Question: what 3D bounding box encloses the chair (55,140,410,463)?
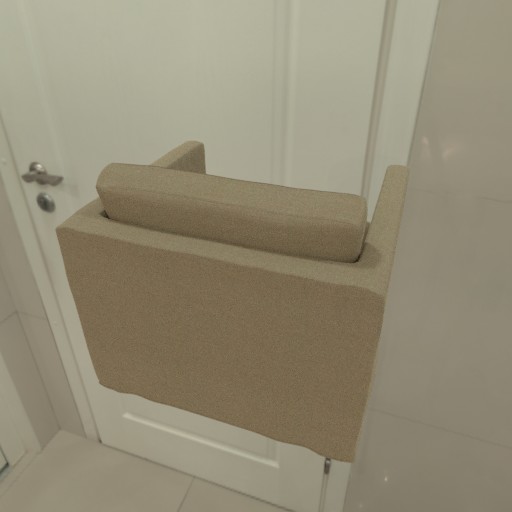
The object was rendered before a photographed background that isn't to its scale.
[{"bbox_3d":[0.000,0.000,1.748,1.057,0.863,0.949,11,34,17],"label":"chair"}]
